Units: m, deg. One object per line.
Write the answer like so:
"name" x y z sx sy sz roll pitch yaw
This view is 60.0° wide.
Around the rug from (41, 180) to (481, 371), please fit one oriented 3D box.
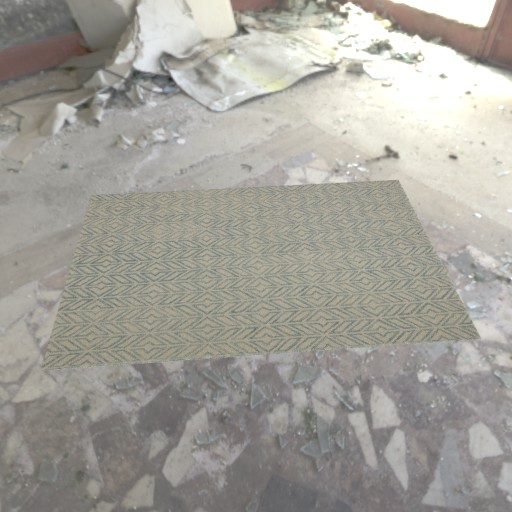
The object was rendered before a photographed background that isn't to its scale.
"rug" 0.000 0.000 2.980 2.441 0.008 1.526 -3 46 -3
